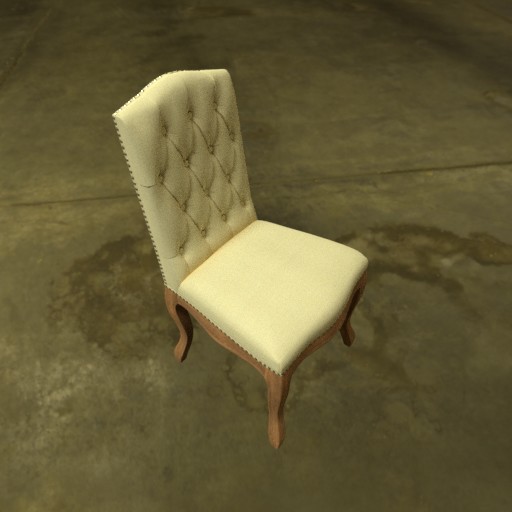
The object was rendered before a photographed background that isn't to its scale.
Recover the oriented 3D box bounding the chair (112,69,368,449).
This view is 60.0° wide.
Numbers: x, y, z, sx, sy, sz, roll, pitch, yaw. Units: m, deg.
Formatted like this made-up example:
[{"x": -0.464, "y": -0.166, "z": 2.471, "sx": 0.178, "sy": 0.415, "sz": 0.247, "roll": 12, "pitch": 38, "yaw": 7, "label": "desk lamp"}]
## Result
[{"x": 0.000, "y": 0.000, "z": 1.606, "sx": 0.715, "sy": 1.165, "sz": 0.623, "roll": 26, "pitch": 48, "yaw": 26, "label": "chair"}]
